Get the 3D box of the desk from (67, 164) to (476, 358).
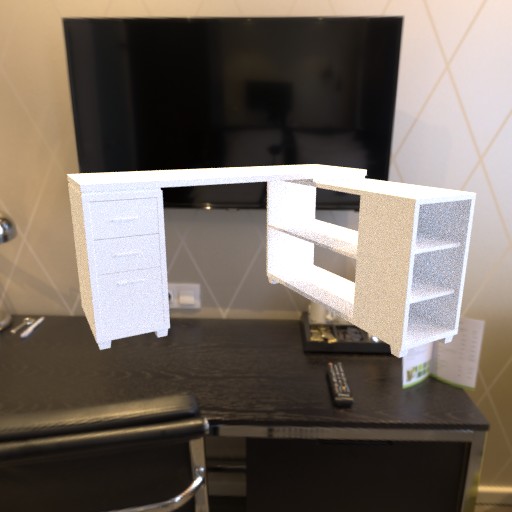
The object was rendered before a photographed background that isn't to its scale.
[{"bbox_3d":[0.000,0.000,2.175,1.524,0.759,1.199,-8,18,-27],"label":"desk"}]
